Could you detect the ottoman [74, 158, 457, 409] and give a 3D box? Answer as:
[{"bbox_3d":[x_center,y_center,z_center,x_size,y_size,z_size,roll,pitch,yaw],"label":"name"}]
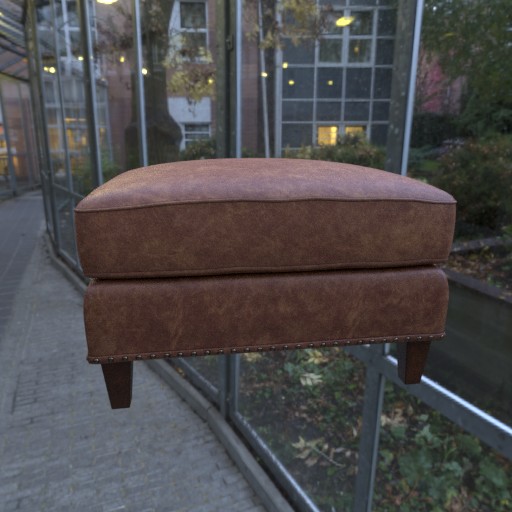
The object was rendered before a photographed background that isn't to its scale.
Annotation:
[{"bbox_3d":[0.000,0.000,1.132,0.742,0.486,0.586,-2,15,-8],"label":"ottoman"}]
